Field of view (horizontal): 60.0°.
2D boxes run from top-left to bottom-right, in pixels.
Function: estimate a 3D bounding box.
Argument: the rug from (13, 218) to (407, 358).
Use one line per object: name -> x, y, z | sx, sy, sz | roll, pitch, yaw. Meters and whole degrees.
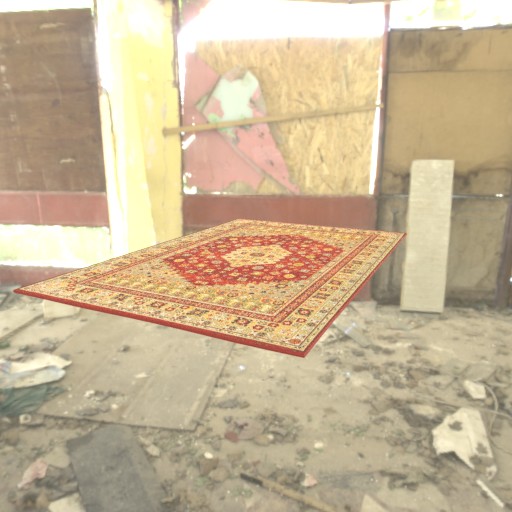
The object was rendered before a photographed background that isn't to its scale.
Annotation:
rug -> 0.000, 0.000, 2.229 | 1.194, 0.013, 1.802 | 7, 16, 26
